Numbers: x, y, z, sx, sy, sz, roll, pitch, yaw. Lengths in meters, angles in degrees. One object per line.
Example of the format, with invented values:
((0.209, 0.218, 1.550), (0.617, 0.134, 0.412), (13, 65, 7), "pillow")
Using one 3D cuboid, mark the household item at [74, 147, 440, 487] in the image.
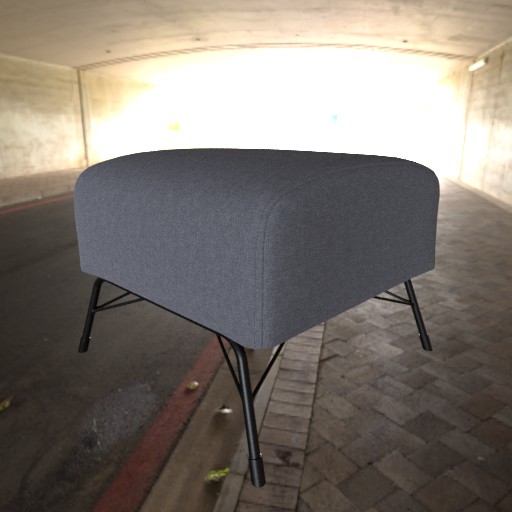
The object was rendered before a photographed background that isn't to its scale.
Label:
((0.000, 0.000, 0.873), (0.530, 0.410, 0.530), (15, 22, 42), "household item")
